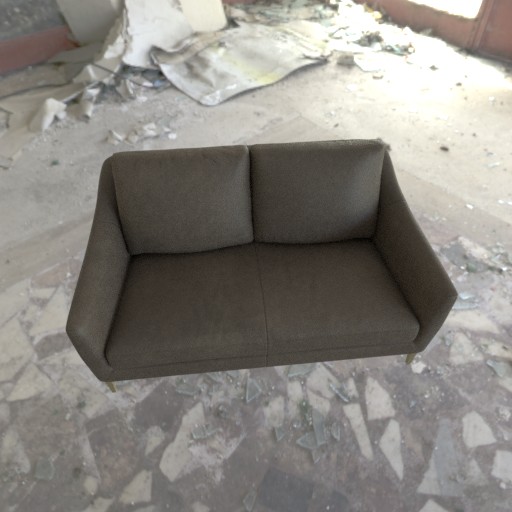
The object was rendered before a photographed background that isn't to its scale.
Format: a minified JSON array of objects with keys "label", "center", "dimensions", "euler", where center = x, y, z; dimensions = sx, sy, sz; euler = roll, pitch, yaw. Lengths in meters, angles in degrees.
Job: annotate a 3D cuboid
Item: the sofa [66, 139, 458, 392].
[{"label":"sofa","center":[0.000,0.000,2.213],"dimensions":[1.619,0.902,0.960],"euler":[-4,46,-4]}]
